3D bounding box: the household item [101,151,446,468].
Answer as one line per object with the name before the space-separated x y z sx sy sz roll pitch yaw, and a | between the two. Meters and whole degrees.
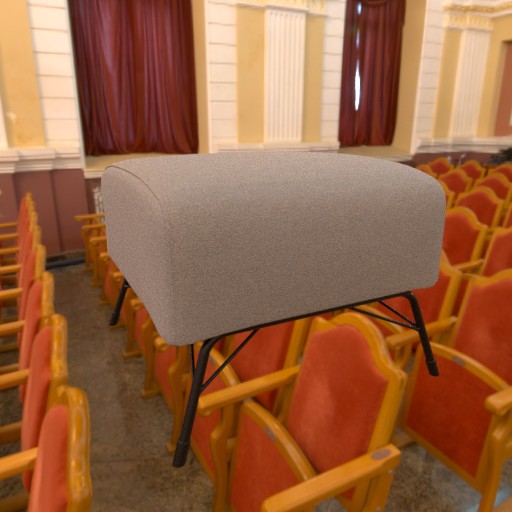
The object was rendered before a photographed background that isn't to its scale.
household item | 0.000 0.000 0.903 0.530 0.410 0.530 -8 19 -26
